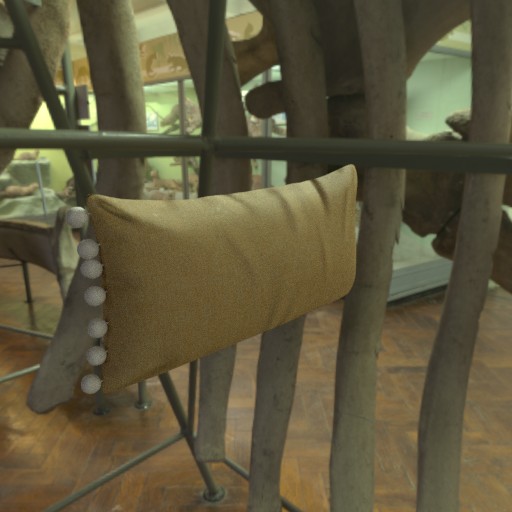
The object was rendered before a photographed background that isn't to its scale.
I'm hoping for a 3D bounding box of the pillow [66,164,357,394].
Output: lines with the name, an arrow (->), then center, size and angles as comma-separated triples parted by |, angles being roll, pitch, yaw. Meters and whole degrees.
pillow -> 0.000, 0.000, 0.856 | 0.201, 0.322, 0.709 | 14, 21, 43
